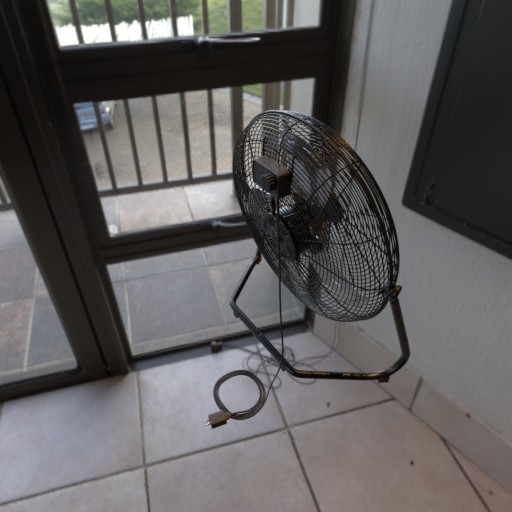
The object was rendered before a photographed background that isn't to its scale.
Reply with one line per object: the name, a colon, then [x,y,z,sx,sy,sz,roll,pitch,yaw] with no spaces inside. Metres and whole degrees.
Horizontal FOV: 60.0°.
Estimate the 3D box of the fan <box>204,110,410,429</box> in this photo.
fan: [0.000,0.000,0.913,0.424,0.546,0.555,-23,45,-26]
